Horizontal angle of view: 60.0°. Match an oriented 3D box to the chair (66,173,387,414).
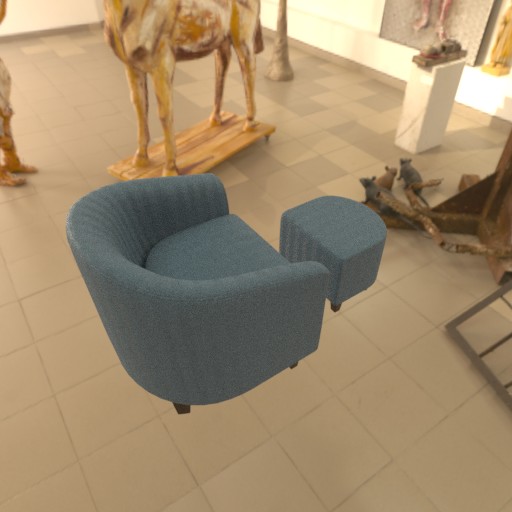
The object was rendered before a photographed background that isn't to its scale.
[{"bbox_3d":[0.000,0.000,1.775,1.288,0.757,0.756,-24,47,-25],"label":"chair"}]
